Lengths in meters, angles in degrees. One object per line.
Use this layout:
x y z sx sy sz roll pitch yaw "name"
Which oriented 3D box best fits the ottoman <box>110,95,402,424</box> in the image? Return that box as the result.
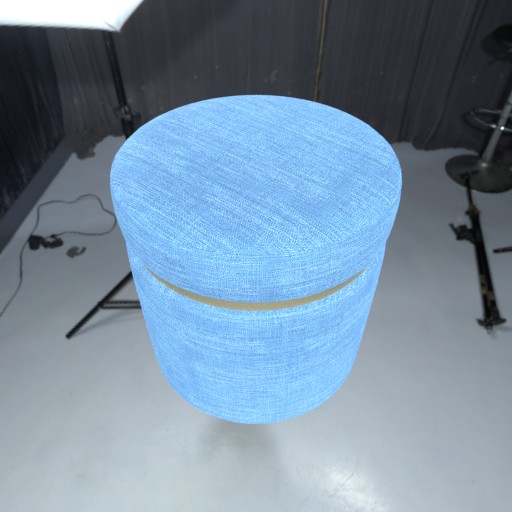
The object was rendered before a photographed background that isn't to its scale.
0.000 0.000 0.737 0.398 0.406 0.398 0 44 0 "ottoman"
